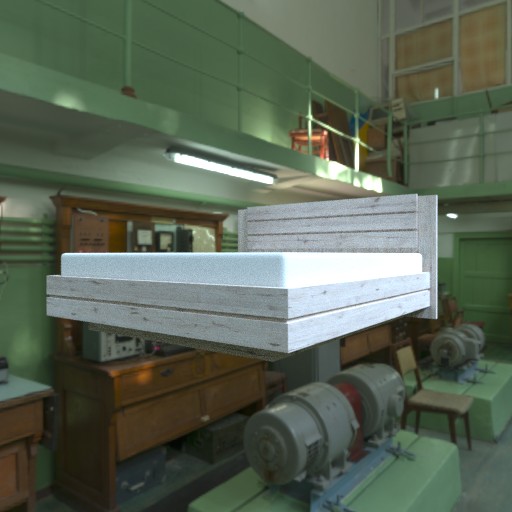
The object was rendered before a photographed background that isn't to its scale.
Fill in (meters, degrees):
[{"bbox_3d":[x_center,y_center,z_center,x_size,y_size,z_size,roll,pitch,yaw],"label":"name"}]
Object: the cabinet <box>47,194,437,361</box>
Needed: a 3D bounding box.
[{"bbox_3d":[0.000,0.000,3.173,1.950,0.970,2.080,0,0,37],"label":"cabinet"}]
